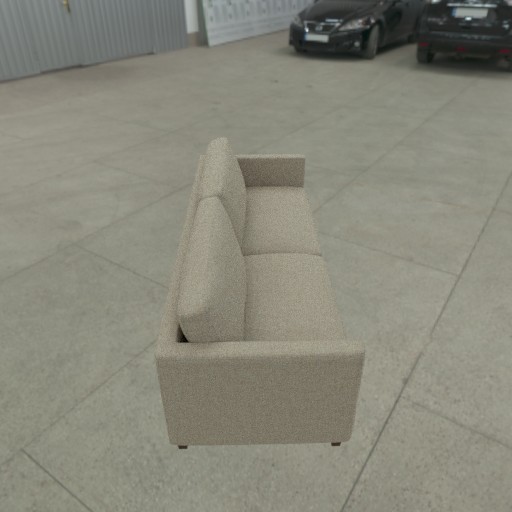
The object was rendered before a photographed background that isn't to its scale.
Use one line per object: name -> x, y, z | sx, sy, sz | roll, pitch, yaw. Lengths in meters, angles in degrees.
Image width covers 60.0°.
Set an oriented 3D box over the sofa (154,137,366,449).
sofa -> 0.000, 0.000, 3.042 | 0.951, 0.965, 2.434 | -1, 33, -1
